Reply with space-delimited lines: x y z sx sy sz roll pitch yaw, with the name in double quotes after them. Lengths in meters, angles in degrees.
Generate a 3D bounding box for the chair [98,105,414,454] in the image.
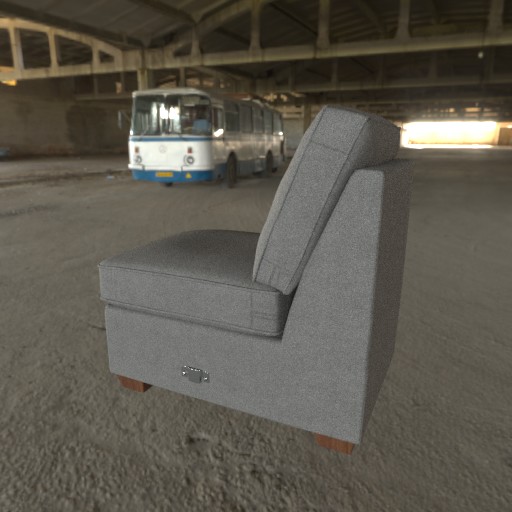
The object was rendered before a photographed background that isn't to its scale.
0.000 0.000 1.559 0.938 0.970 0.621 7 17 24 "chair"
